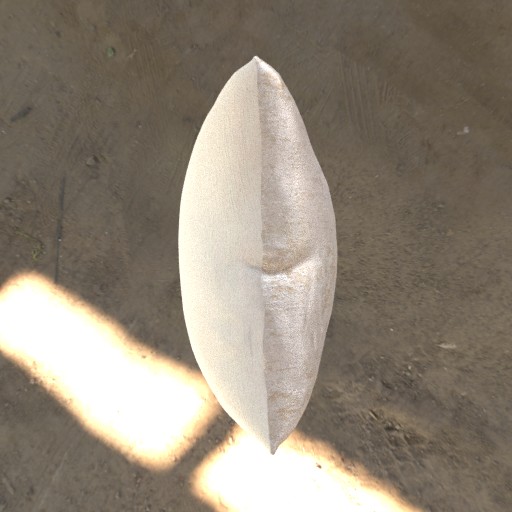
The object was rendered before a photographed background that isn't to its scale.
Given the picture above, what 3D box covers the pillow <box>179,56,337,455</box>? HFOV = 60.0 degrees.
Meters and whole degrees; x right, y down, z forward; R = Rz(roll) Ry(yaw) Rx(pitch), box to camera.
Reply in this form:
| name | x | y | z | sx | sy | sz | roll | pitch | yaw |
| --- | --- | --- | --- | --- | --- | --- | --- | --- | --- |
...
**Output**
| name | x | y | z | sx | sy | sz | roll | pitch | yaw |
| --- | --- | --- | --- | --- | --- | --- | --- | --- | --- |
| pillow | 0.000 | 0.000 | 0.706 | 0.245 | 0.448 | 0.450 | 0 | 90 | 1 |
